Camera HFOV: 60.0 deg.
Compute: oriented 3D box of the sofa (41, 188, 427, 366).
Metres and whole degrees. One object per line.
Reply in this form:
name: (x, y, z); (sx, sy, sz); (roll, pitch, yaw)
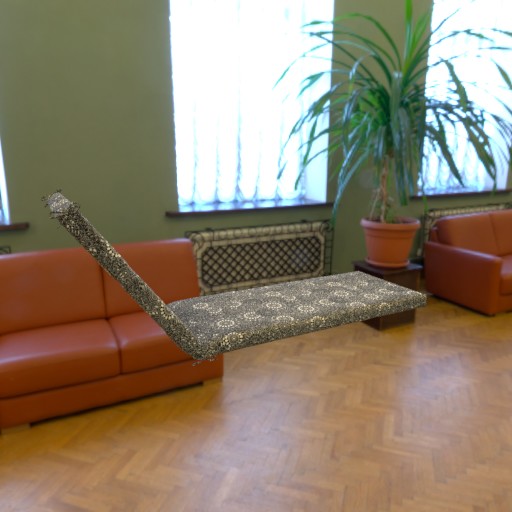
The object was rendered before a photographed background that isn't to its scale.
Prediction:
sofa: (0.000, 0.000, 1.976); (1.663, 0.622, 0.582); (-7, 15, -27)
